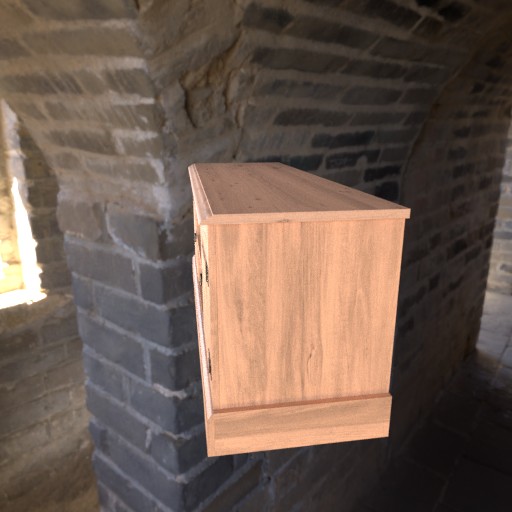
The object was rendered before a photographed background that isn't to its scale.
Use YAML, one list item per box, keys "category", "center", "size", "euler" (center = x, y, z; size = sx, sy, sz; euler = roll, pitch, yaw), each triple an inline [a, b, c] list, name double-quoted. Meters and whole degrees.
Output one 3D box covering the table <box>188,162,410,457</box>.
- category: "table"
  center: [0.000, 0.000, 1.451]
  size: [0.400, 0.510, 1.200]
  euler: [-3, 16, -9]
